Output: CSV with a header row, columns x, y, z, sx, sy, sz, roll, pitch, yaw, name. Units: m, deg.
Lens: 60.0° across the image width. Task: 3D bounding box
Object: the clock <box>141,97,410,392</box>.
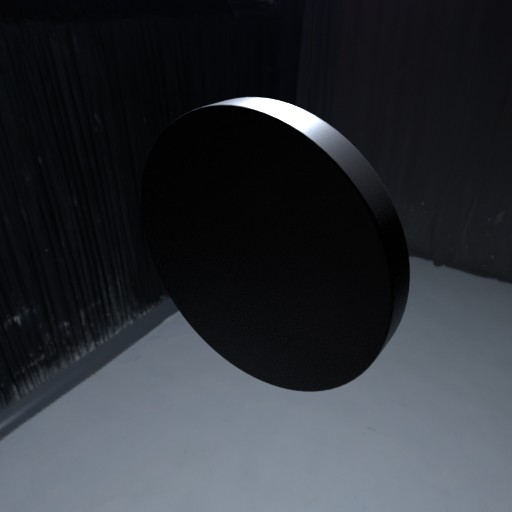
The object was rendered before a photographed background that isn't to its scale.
x,y,z,sx,sy,sz,roll,pitch,yaw,name
0.000,0.000,0.467,0.314,0.314,0.040,21,37,31,clock
